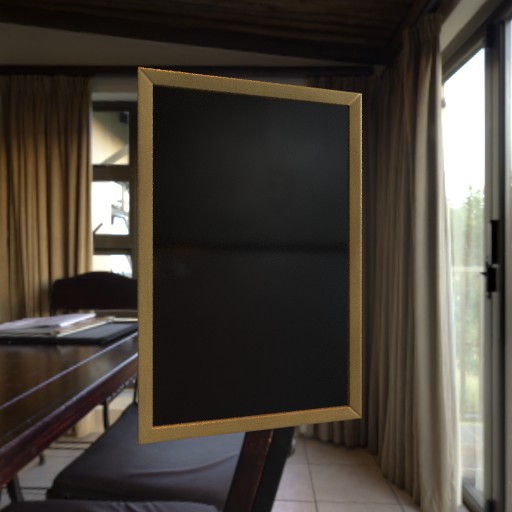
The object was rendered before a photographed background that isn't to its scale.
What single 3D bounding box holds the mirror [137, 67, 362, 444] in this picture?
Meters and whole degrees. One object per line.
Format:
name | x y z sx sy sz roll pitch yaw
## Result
mirror | 0.000 0.000 1.181 0.609 0.915 0.040 0 0 -17
